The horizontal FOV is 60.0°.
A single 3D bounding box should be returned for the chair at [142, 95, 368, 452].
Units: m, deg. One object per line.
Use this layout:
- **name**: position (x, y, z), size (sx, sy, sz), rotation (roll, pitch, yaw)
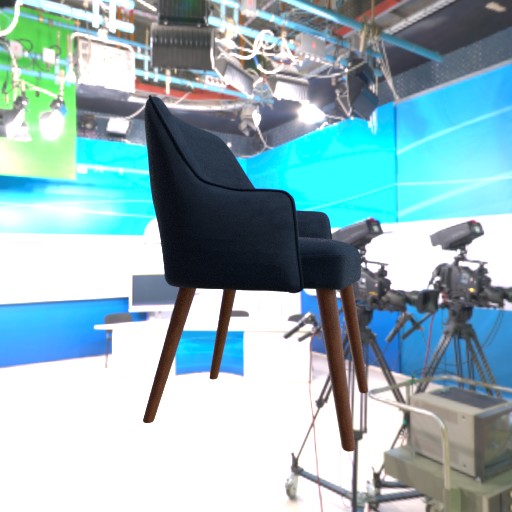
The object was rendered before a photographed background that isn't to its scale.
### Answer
- **chair**: position (0.000, 0.000, 1.257), size (0.591, 0.844, 0.559), rotation (0, 0, 18)
